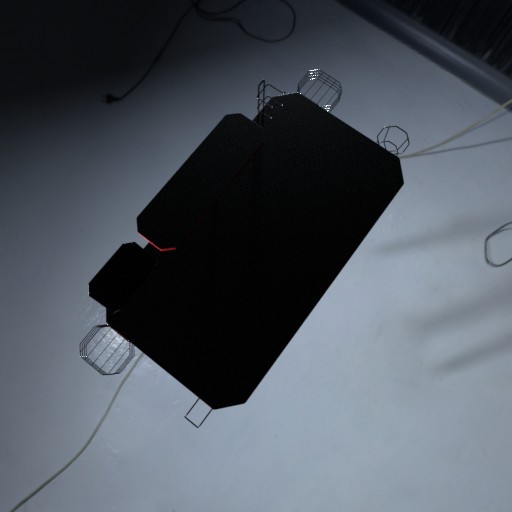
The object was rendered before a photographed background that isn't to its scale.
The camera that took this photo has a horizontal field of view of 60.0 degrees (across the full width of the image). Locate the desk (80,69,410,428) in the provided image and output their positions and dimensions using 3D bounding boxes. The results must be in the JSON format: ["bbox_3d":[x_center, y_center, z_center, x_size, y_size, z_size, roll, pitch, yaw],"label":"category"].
[{"bbox_3d":[0.000,0.000,1.738,0.588,0.913,1.280,36,78,9],"label":"desk"}]
